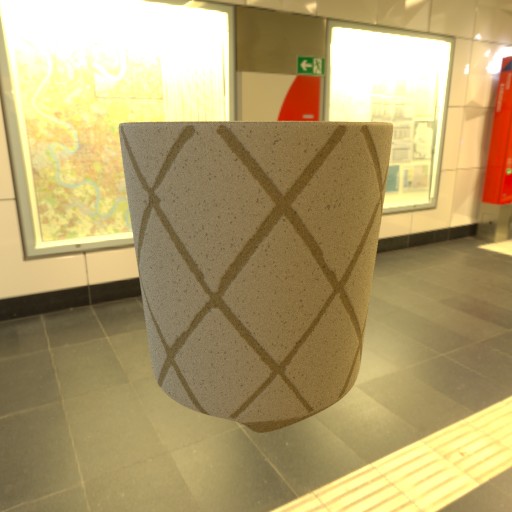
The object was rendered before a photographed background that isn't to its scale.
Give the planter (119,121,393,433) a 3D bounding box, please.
[{"bbox_3d":[0.000,0.000,0.347,0.191,0.199,0.191,0,16,0],"label":"planter"}]
